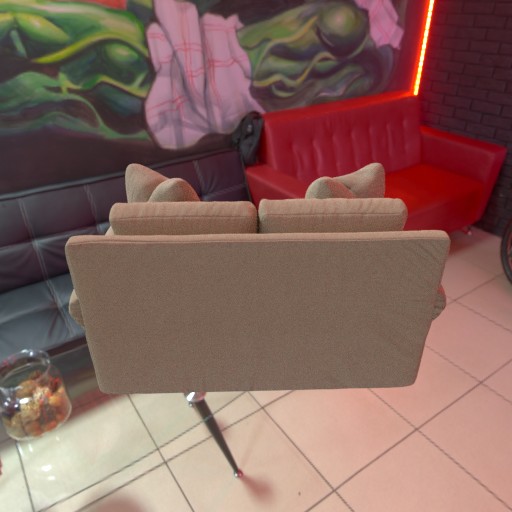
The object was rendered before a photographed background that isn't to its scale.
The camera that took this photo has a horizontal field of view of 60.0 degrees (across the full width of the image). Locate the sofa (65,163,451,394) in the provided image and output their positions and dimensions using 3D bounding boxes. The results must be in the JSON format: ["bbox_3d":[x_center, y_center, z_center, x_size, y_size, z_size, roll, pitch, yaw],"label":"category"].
[{"bbox_3d":[0.000,0.000,2.247,1.550,0.905,1.070,-1,31,-2],"label":"sofa"}]
